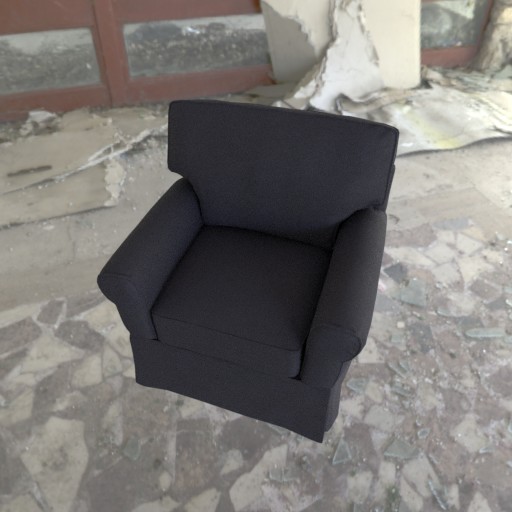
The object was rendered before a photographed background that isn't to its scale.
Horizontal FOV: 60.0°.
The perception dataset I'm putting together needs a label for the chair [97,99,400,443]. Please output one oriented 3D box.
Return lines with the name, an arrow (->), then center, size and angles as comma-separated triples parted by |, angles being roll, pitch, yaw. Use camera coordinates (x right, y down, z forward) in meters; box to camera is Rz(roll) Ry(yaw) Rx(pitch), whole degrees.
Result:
chair -> 0.000, 0.000, 2.028 | 1.119, 1.140, 1.002 | 12, 42, 13
